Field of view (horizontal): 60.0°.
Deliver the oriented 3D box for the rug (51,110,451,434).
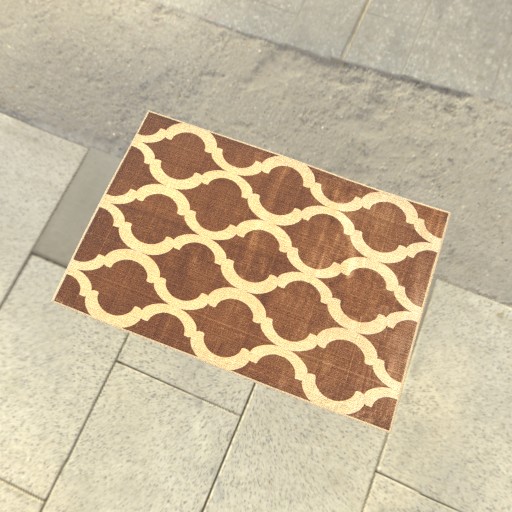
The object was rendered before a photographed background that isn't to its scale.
[{"bbox_3d":[0.000,0.000,2.956,2.290,0.014,1.526,20,75,5],"label":"rug"}]
